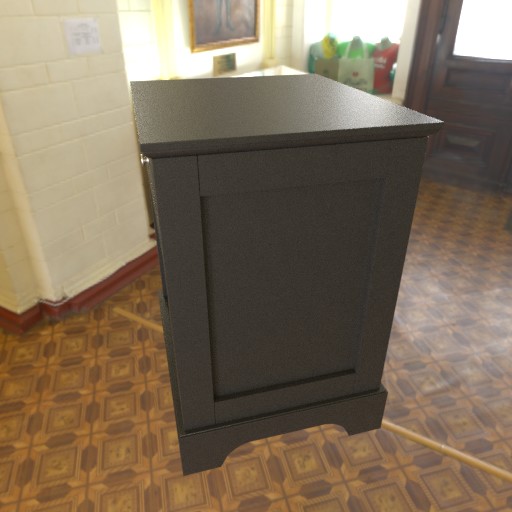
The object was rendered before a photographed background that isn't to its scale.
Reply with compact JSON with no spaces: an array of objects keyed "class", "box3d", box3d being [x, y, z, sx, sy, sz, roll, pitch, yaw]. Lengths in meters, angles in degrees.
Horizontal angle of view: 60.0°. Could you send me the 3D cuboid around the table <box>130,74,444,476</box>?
[{"class":"table","box3d":[0.000,0.000,0.891,0.399,0.610,0.460,-8,31,-13]}]
